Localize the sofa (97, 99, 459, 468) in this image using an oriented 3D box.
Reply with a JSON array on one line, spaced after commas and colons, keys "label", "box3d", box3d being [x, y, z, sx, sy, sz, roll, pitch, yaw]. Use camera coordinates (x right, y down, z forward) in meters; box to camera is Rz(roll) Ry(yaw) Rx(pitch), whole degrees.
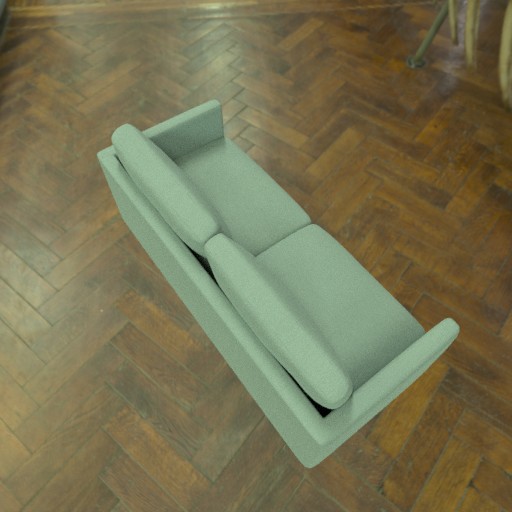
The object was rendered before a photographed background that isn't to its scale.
[{"label": "sofa", "box3d": [0.000, 0.000, 2.720, 0.951, 0.965, 2.208, -32, 62, -19]}]
